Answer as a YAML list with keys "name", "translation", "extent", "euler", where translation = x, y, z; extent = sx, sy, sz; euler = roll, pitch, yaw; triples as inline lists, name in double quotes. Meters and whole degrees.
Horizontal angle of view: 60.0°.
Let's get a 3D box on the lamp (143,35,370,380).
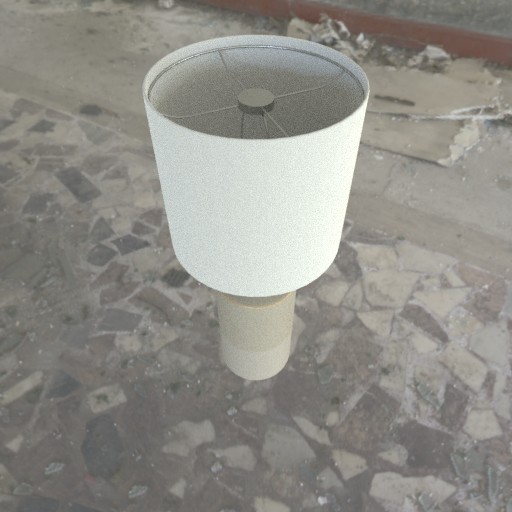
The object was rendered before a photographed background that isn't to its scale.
- name: "lamp"
  translation: [0.000, 0.000, 0.599]
  extent: [0.212, 0.493, 0.212]
  euler: [-18, 50, -16]
